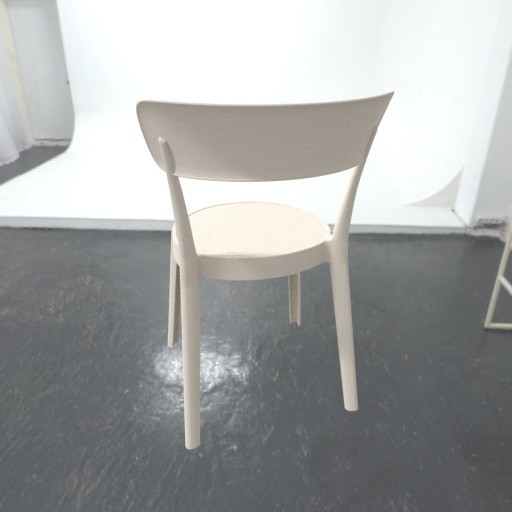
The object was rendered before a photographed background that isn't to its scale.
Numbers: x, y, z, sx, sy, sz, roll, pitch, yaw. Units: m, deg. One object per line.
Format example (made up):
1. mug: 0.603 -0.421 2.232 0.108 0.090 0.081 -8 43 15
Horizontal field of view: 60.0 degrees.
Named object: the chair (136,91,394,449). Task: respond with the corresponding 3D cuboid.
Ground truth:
1. chair: 0.000 0.000 1.103 0.506 0.790 0.491 -7 27 -15
